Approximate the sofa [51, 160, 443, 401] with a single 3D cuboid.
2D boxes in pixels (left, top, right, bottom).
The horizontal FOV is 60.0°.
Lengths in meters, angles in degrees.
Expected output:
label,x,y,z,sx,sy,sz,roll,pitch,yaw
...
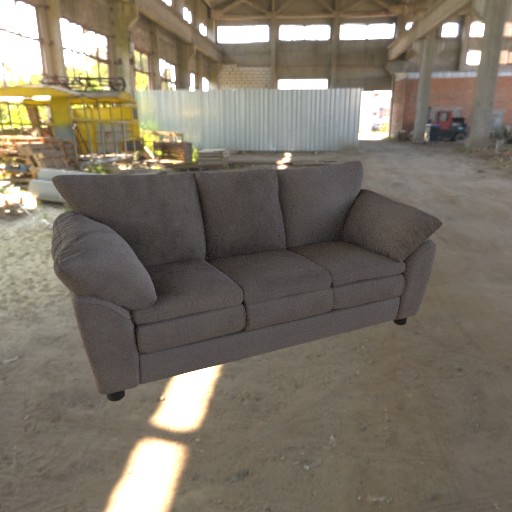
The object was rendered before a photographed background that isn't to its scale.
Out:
label,x,y,z,sx,sy,sz,roll,pitch,yaw
sofa,0.000,0.000,2.795,2.336,1.073,0.878,-8,18,-26
